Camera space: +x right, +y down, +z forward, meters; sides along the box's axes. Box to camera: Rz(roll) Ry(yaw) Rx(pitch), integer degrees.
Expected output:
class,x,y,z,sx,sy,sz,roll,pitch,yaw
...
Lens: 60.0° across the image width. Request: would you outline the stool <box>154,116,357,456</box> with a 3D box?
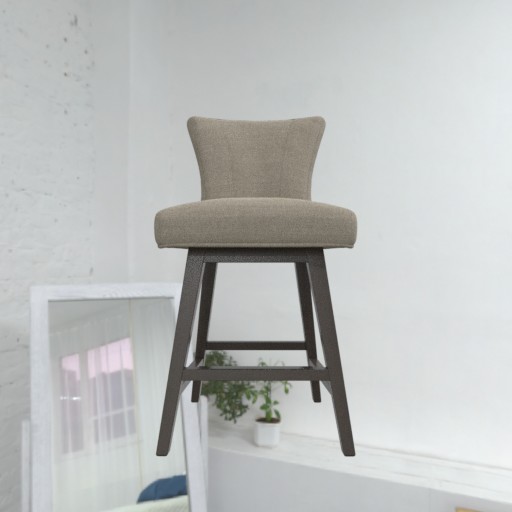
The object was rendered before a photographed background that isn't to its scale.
class,x,y,z,sx,sy,sz,roll,pitch,yaw
stool,0.000,0.000,1.371,0.514,1.000,0.574,0,0,0
